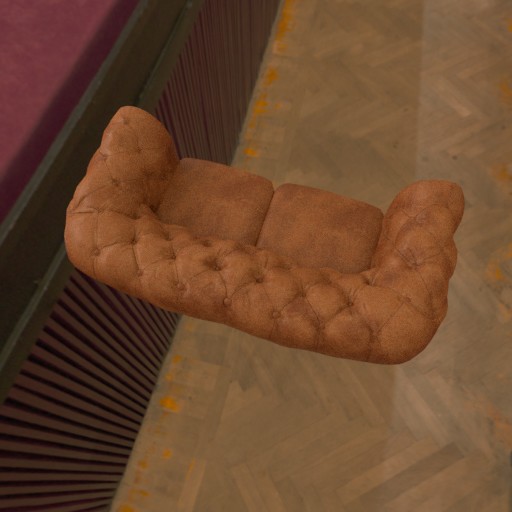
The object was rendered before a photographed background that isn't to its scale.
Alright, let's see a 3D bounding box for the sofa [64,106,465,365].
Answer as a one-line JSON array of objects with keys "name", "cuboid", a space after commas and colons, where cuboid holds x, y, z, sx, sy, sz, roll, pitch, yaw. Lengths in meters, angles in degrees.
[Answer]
[{"name": "sofa", "cuboid": [0.000, 0.000, 2.517, 1.979, 0.877, 1.042, 16, 65, 8]}]
